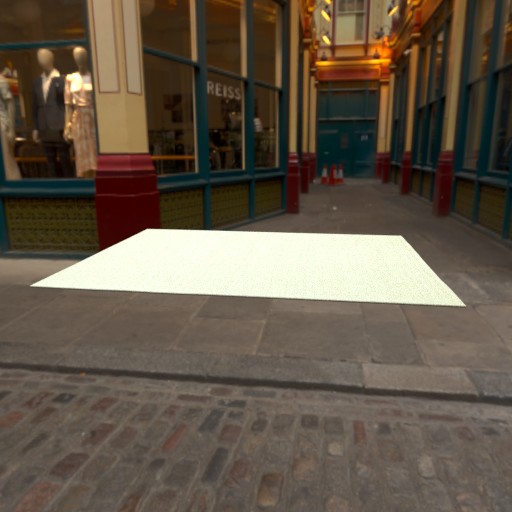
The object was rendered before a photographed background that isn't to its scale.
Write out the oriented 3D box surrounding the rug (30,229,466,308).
[{"bbox_3d":[0.000,0.000,4.371,3.204,0.016,2.452,2,14,8],"label":"rug"}]
